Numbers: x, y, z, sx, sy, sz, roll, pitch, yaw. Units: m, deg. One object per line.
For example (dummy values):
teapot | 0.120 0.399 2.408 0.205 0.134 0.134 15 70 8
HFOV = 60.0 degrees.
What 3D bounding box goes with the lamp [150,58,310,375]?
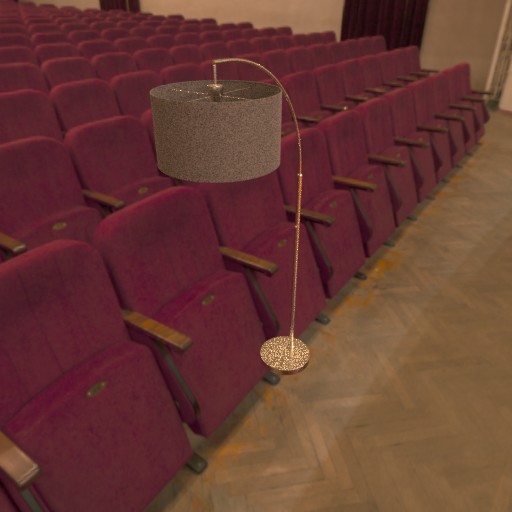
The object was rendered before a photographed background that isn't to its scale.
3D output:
lamp | 0.000 0.000 2.086 0.452 1.735 0.934 19 35 29
